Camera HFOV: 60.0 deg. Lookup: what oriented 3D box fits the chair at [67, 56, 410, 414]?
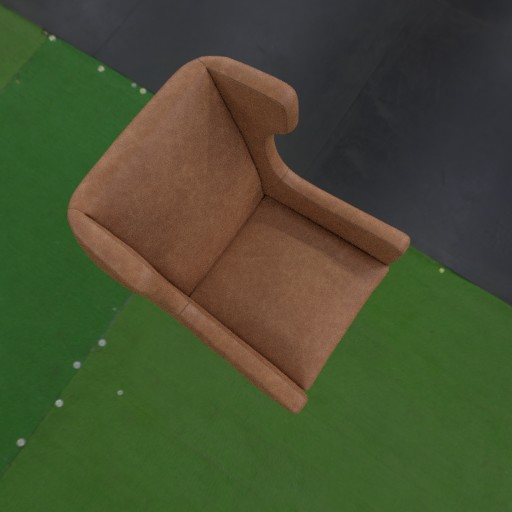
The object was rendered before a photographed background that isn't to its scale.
[{"bbox_3d":[0.000,0.000,1.643,0.899,1.079,0.766,35,79,8],"label":"chair"}]
